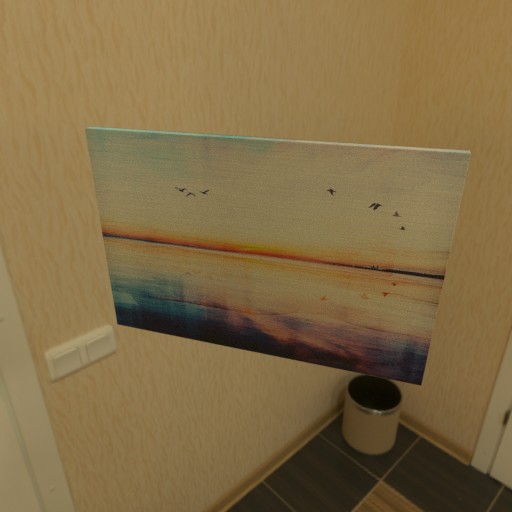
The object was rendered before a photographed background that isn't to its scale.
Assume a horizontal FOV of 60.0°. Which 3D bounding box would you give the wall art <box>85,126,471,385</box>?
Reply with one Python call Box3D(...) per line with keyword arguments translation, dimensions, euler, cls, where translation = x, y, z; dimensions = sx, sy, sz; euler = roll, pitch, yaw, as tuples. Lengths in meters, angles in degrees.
Box3D(translation=(0.000, 0.000, 0.766), dimensions=(0.604, 0.402, 0.018), euler=(8, 27, 16), cls="wall art")
